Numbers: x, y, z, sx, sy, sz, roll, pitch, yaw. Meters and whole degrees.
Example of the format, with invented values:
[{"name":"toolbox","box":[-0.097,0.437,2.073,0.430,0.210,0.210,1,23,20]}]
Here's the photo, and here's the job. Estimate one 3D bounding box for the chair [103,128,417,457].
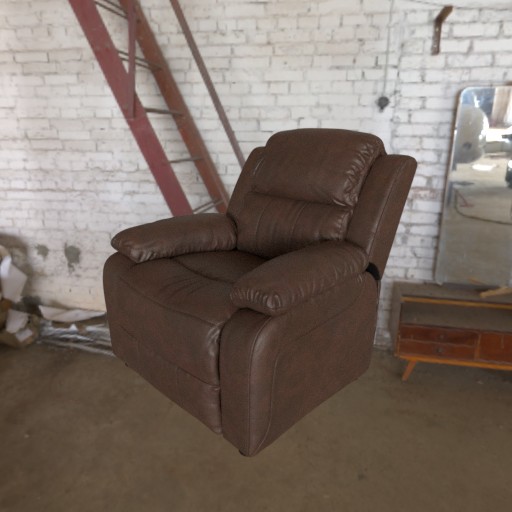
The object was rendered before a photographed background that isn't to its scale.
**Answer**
[{"name":"chair","box":[0.000,0.000,1.280,0.707,0.702,0.680,-16,23,-42]}]
